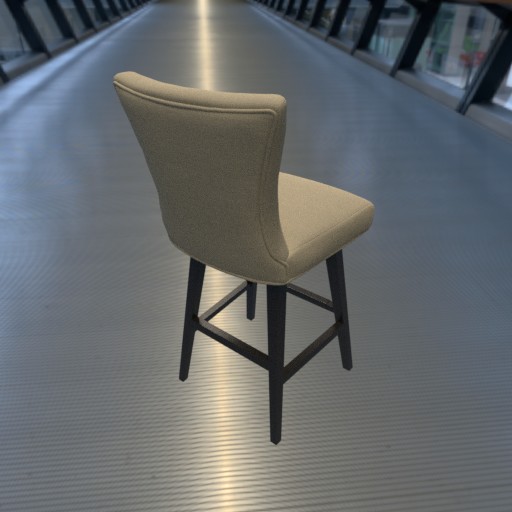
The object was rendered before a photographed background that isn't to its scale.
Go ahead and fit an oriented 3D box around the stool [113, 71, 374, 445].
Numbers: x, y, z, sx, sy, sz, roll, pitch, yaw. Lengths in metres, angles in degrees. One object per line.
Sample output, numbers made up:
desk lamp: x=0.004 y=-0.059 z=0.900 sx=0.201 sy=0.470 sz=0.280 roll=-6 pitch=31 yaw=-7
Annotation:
stool: x=0.000 y=0.000 z=1.386 sx=0.514 sy=1.086 sz=0.574 roll=22 pitch=38 yaw=32
